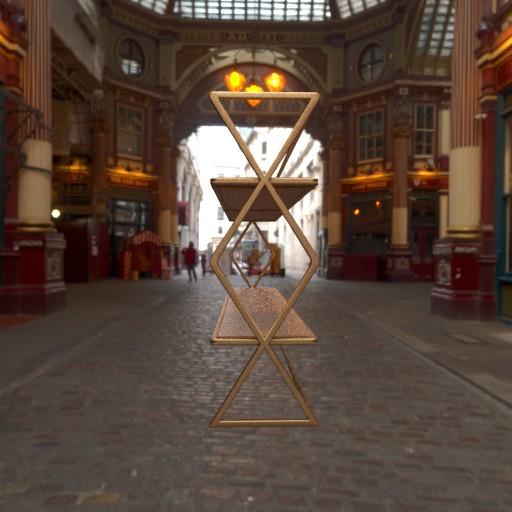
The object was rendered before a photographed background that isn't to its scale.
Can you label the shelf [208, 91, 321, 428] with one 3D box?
[{"bbox_3d":[0.000,0.000,1.005,0.150,0.450,0.822,0,1,-2],"label":"shelf"}]
